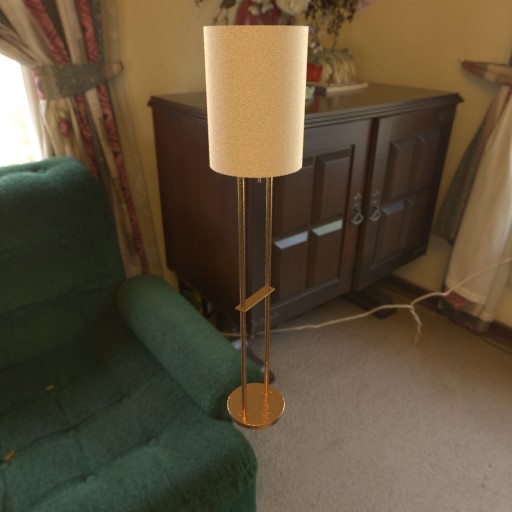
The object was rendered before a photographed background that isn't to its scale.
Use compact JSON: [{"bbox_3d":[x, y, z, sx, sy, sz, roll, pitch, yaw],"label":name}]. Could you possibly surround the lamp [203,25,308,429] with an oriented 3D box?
[{"bbox_3d":[0.000,0.000,1.631,0.305,1.500,0.306,18,32,31],"label":"lamp"}]
